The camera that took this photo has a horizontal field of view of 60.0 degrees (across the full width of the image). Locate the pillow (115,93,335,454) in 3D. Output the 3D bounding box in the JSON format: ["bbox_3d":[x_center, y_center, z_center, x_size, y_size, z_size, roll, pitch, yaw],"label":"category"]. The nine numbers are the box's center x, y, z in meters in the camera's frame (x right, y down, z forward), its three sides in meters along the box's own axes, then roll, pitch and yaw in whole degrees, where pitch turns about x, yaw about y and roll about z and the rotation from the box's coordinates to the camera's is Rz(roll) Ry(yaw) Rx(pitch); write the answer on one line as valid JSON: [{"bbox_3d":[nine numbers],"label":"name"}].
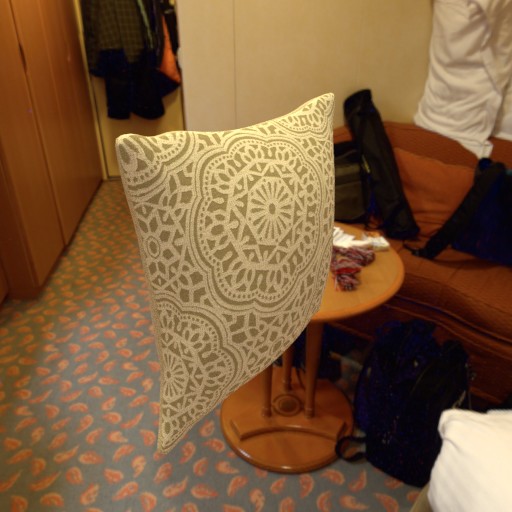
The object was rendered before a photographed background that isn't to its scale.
[{"bbox_3d":[0.000,0.000,0.651,0.167,0.421,0.438,18,32,31],"label":"pillow"}]
